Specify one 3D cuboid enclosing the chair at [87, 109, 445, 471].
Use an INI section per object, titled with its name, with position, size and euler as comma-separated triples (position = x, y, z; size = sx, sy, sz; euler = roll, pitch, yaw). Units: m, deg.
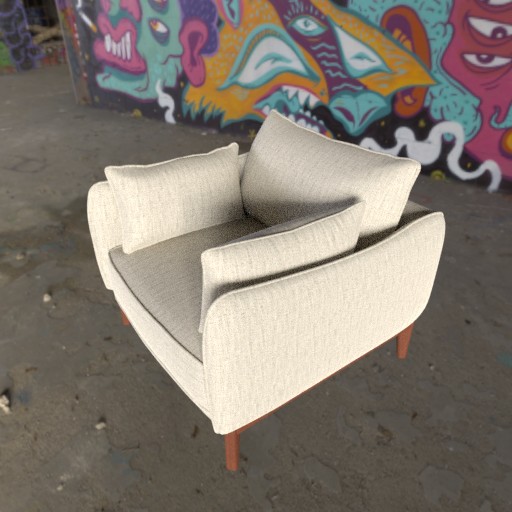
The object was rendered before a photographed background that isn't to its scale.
[chair]
position = 0.000, 0.000, 1.711
size = 0.991, 0.855, 0.994
euler = -21, 38, -30
